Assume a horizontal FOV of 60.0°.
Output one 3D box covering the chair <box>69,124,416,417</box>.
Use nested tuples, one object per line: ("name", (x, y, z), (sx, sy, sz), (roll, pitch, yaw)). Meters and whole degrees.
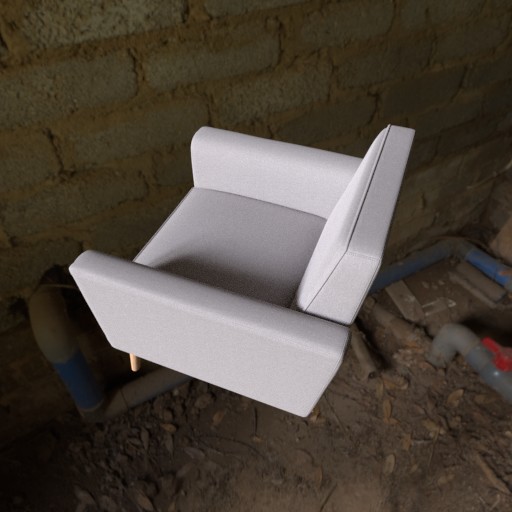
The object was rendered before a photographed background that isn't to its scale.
("chair", (0.000, 0.000, 1.414), (0.750, 0.780, 0.780), (16, 47, 15))
